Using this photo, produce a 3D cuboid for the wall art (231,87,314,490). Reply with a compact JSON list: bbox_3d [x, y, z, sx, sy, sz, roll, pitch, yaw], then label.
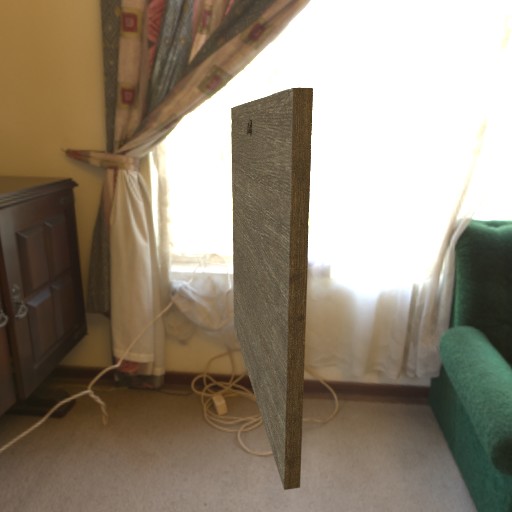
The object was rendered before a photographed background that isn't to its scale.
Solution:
[{"bbox_3d":[0.000,0.000,0.693,0.027,0.459,0.462,-3,17,-10],"label":"wall art"}]
